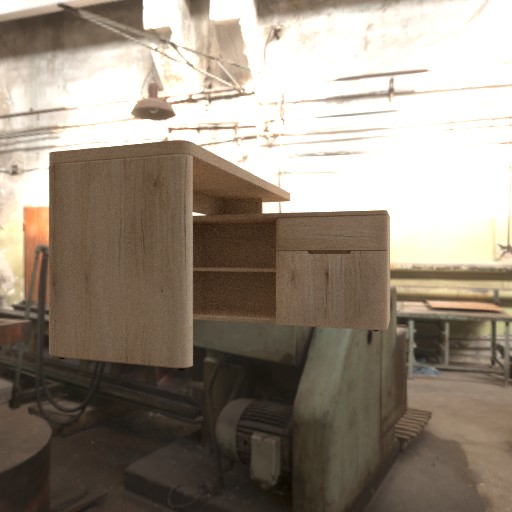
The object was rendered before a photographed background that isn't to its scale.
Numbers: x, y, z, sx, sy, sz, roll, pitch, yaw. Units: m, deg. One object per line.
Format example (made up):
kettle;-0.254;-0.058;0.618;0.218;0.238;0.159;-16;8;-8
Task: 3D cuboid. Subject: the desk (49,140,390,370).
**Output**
desk;0.000;0.000;2.106;1.175;0.770;1.400;0;0;19
